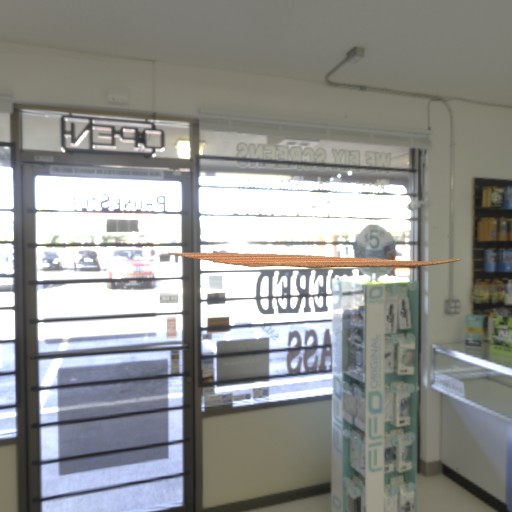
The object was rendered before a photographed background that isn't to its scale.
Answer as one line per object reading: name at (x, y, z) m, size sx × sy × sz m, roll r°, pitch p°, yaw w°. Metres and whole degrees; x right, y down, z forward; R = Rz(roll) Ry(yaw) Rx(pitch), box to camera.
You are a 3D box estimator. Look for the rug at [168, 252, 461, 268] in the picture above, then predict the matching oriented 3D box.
rug at (0.000, 0.000, 2.631) m, size 0.799 × 0.030 × 2.444 m, roll 0°, pitch 1°, yaw -17°
